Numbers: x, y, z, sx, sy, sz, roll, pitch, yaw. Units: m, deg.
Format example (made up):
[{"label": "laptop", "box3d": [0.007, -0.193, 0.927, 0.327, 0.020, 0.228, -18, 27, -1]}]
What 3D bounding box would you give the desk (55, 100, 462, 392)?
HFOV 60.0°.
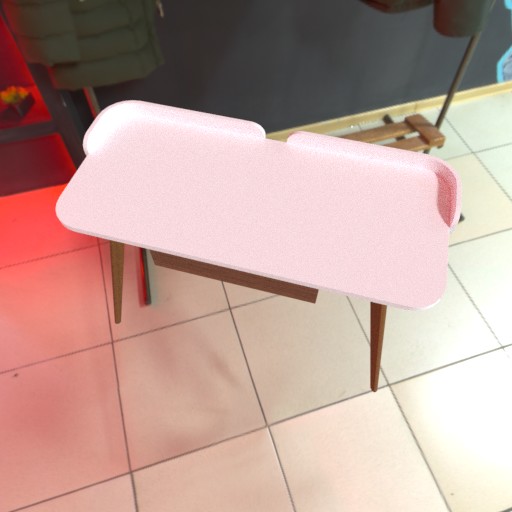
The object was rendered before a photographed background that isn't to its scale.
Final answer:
[{"label": "desk", "box3d": [0.000, 0.000, 1.683, 1.206, 0.807, 0.534, 13, 58, 8]}]
